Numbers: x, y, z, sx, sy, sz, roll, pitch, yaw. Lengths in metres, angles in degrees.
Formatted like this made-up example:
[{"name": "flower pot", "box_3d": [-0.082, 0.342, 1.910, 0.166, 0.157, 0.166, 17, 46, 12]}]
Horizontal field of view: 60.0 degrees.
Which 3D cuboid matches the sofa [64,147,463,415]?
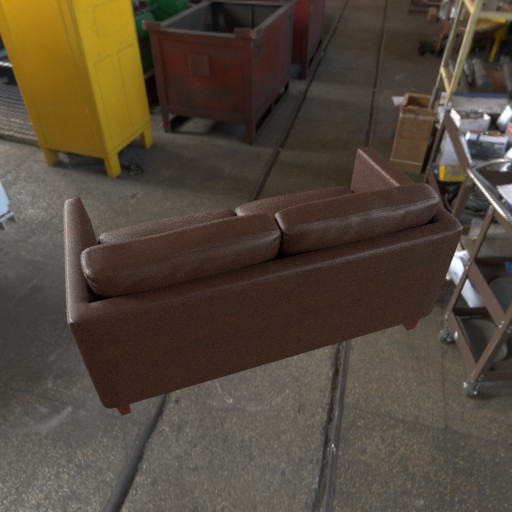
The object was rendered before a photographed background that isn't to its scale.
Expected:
[{"name": "sofa", "box_3d": [0.000, 0.000, 2.457, 1.883, 0.933, 0.951, -13, 42, -14]}]
